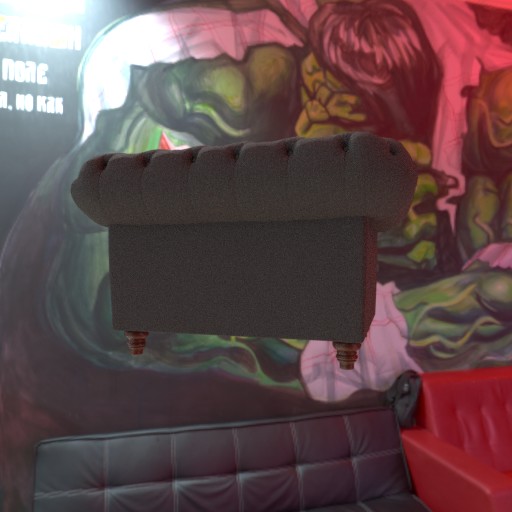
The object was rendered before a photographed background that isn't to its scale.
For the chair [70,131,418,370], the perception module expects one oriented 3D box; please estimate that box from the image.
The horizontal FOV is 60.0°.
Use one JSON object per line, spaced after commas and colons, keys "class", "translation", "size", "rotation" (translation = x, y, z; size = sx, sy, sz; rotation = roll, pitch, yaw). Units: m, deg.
{"class": "chair", "translation": [0.000, 0.000, 1.877], "size": [1.270, 0.770, 0.976], "rotation": [0, -1, 18]}
